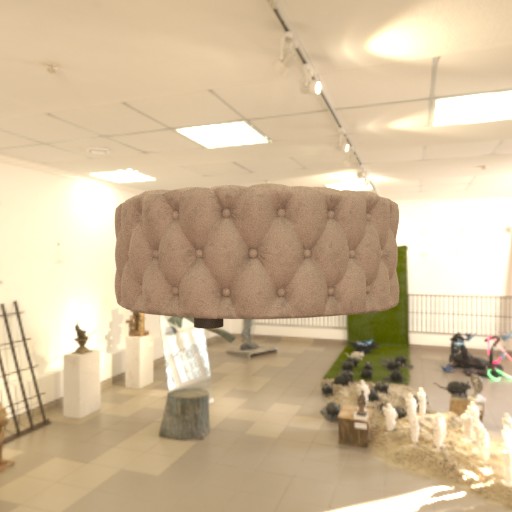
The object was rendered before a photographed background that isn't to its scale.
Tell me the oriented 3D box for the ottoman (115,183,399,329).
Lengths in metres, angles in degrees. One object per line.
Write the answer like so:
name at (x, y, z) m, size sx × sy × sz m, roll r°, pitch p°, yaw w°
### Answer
ottoman at (0.000, 0.000, 1.623) m, size 0.998 × 0.399 × 0.998 m, roll 0°, pitch 0°, yaw 0°
